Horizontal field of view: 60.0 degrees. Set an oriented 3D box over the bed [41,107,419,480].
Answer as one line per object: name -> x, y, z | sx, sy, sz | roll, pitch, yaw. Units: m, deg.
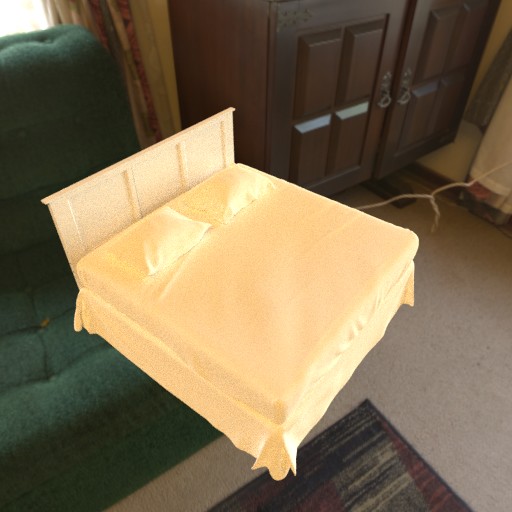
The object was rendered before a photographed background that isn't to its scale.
bed -> 0.000, 0.000, 3.570 | 2.215, 1.273, 2.317 | 27, 48, 28
